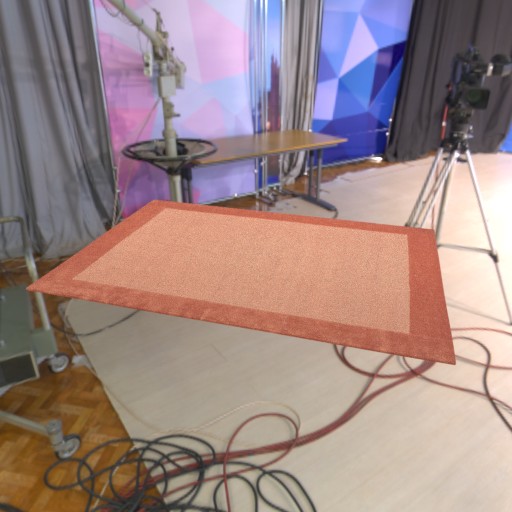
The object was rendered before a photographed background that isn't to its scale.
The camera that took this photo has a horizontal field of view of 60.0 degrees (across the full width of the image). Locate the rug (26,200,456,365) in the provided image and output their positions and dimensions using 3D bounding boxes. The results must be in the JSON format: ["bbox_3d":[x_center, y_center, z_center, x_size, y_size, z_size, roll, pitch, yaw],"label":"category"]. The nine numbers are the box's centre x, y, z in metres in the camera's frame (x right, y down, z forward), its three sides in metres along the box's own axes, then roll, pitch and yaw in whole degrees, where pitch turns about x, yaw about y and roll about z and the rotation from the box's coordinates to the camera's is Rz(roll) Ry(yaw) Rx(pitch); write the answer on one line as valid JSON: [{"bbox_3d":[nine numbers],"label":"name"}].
[{"bbox_3d":[0.000,0.000,2.312,1.829,0.014,1.219,8,28,14],"label":"rug"}]
